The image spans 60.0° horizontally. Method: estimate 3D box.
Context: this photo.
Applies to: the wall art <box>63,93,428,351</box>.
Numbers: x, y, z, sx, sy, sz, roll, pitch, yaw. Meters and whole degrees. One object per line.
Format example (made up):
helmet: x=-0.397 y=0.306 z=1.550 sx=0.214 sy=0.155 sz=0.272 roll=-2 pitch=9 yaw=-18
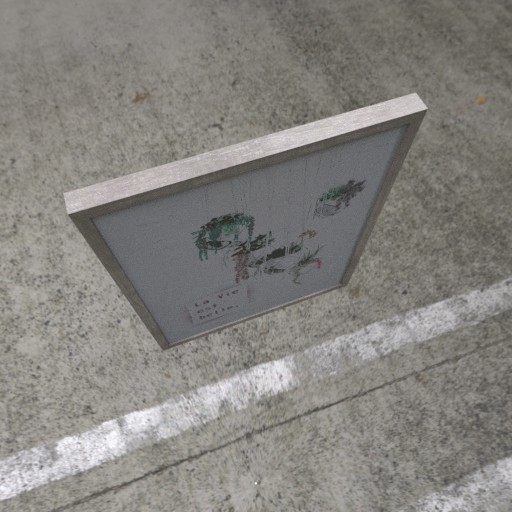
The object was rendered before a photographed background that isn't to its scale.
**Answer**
wall art: x=0.000 y=0.000 z=0.725 sx=0.421 sy=0.521 sz=0.032 roll=-19 pitch=64 yaw=-9
